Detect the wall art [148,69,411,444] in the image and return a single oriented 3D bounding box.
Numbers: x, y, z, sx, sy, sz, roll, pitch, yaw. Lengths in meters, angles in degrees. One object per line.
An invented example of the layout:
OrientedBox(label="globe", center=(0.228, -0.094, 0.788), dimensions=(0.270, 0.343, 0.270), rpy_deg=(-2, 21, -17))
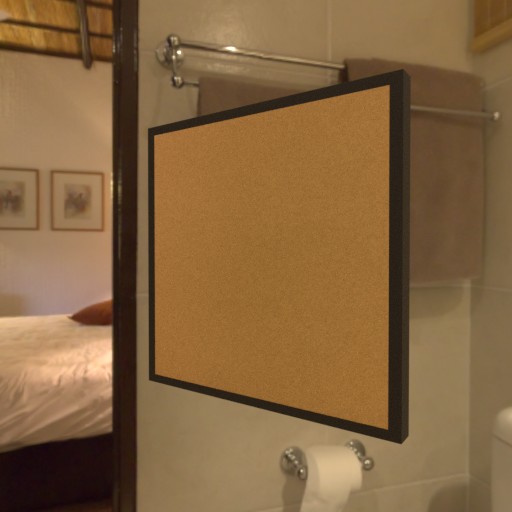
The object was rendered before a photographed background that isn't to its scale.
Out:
OrientedBox(label="wall art", center=(0.000, 0.000, 0.759), dimensions=(0.508, 0.507, 0.033), rpy_deg=(1, 1, 35))
